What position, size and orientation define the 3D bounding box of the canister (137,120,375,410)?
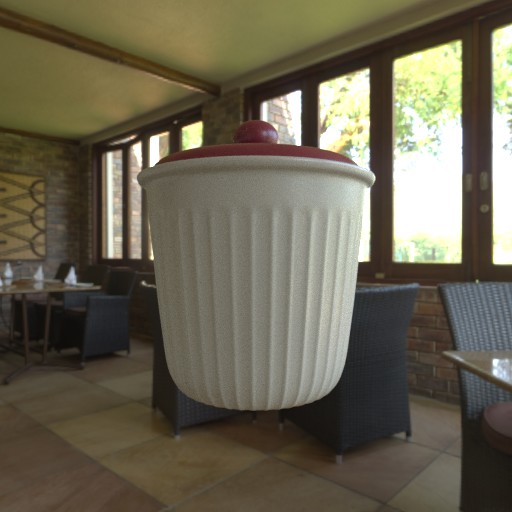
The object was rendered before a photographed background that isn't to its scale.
[{"bbox_3d":[0.000,0.000,0.349,0.181,0.211,0.181,0,0,0],"label":"canister"}]
